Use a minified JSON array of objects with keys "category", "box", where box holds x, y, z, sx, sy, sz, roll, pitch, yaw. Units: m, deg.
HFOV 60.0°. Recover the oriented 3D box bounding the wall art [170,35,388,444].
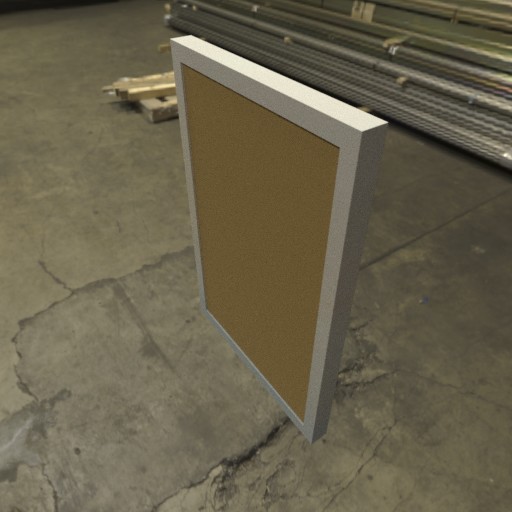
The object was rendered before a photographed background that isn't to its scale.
[{"category":"wall art","box":[0.000,0.000,0.759,0.038,0.611,0.408,-24,46,-26]}]
